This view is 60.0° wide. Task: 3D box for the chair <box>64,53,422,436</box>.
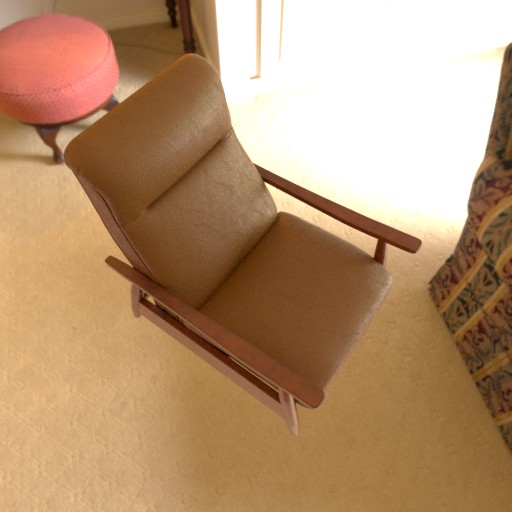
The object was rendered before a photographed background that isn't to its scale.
[{"bbox_3d":[0.000,0.000,1.738,1.014,1.082,0.762,32,63,18],"label":"chair"}]
